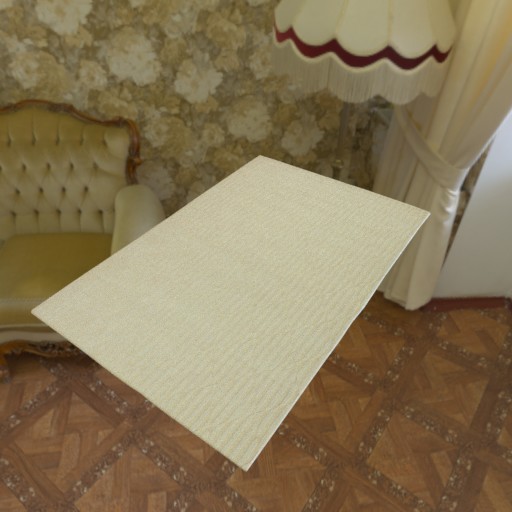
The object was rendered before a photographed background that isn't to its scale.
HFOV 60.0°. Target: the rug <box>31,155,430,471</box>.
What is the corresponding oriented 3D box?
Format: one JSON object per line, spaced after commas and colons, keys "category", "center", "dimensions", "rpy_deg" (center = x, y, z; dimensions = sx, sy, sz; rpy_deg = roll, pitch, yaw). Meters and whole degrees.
{"category": "rug", "center": [0.000, 0.000, 2.325], "dimensions": [1.238, 0.014, 1.848], "rpy_deg": [25, 46, 26]}
